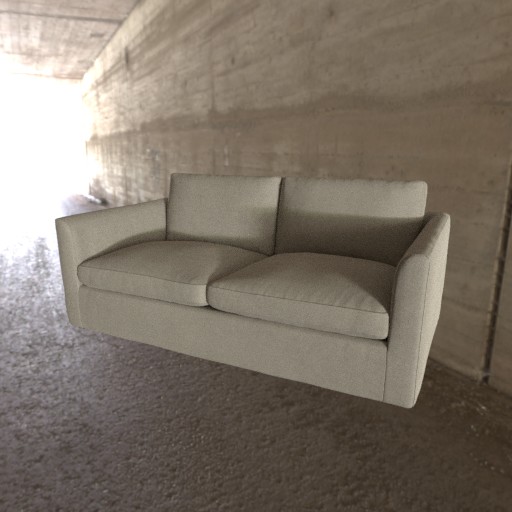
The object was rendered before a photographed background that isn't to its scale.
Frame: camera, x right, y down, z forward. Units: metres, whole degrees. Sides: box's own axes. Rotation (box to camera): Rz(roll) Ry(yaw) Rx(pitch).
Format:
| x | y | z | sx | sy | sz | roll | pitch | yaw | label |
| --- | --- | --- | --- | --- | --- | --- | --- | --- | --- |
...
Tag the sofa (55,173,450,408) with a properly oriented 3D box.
| x | y | z | sx | sy | sz | roll | pitch | yaw | label |
| --- | --- | --- | --- | --- | --- | --- | --- | --- | --- |
| 0.000 | 0.000 | 2.475 | 1.905 | 0.839 | 1.091 | 7 | 15 | 26 | sofa |
